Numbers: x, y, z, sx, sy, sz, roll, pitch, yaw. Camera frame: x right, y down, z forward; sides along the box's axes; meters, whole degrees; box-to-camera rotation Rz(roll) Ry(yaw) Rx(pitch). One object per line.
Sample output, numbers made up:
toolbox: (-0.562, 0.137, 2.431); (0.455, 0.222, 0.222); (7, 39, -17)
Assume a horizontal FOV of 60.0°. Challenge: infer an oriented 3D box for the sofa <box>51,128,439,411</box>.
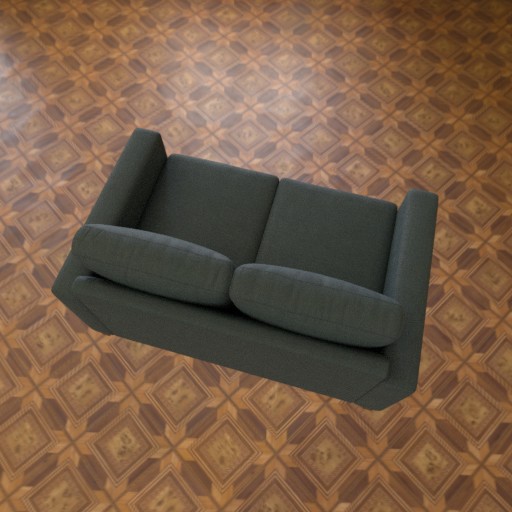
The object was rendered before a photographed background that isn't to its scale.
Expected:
sofa: (0.000, 0.000, 2.075); (1.489, 0.903, 0.955); (14, 64, 7)
